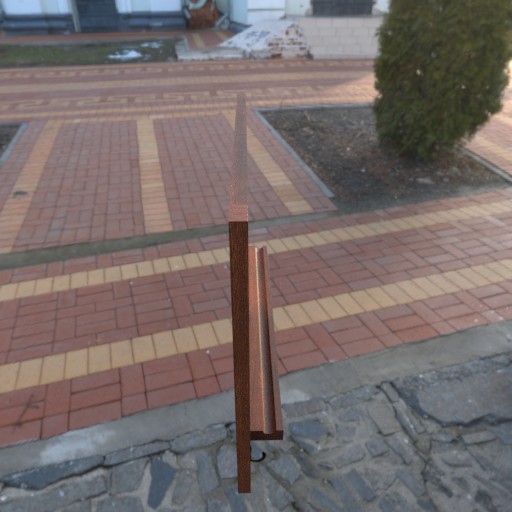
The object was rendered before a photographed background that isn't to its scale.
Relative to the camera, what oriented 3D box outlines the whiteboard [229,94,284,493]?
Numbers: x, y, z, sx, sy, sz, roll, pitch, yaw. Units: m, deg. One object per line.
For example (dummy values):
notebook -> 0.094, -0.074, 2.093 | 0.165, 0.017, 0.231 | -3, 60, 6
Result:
whiteboard -> 0.000, 0.000, 0.999 | 0.083, 0.553, 0.768 | -1, 31, -1
